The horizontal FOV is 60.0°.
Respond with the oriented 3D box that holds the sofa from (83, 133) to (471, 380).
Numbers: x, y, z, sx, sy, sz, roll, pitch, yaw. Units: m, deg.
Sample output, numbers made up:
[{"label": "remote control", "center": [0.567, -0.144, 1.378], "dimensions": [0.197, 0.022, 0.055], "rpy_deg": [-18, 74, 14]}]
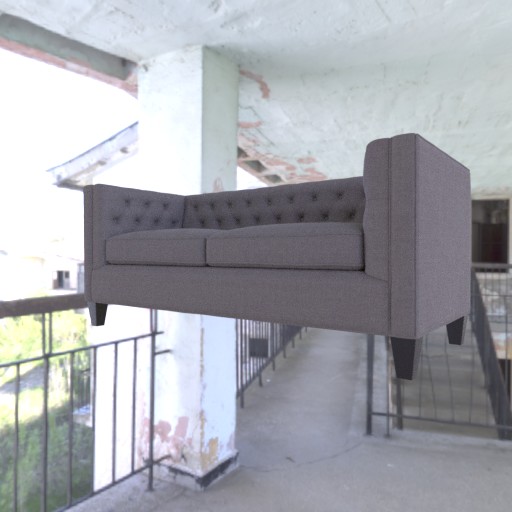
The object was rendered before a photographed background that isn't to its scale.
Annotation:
[{"label": "sofa", "center": [0.000, 0.000, 2.166], "dimensions": [1.778, 0.762, 0.775], "rpy_deg": [0, 1, 37]}]
